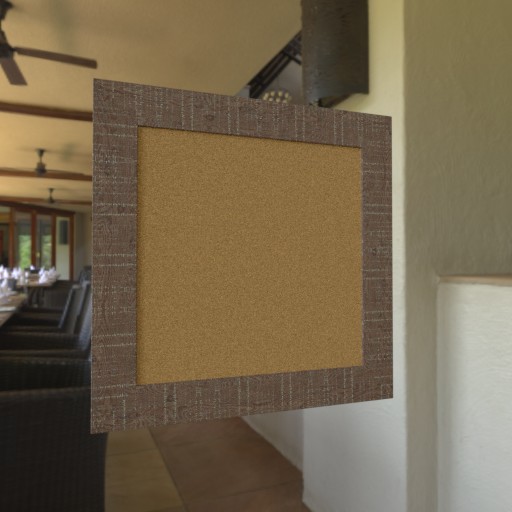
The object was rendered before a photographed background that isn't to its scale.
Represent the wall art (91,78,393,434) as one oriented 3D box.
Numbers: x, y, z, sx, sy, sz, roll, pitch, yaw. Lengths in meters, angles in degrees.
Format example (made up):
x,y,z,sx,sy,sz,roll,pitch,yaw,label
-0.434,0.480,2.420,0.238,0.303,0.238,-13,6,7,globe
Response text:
x,y,z,sx,sy,sz,roll,pitch,yaw,label
0.000,0.000,0.767,0.531,0.531,0.040,0,-1,-19,wall art
